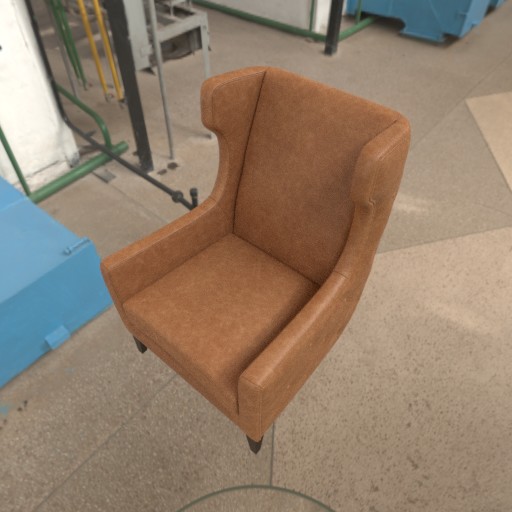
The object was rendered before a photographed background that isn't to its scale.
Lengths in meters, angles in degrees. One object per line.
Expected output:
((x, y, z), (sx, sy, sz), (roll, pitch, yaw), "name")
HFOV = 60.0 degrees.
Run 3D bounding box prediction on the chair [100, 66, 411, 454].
((0.000, 0.000, 1.675), (0.766, 1.079, 0.899), (32, 55, 26), "chair")
